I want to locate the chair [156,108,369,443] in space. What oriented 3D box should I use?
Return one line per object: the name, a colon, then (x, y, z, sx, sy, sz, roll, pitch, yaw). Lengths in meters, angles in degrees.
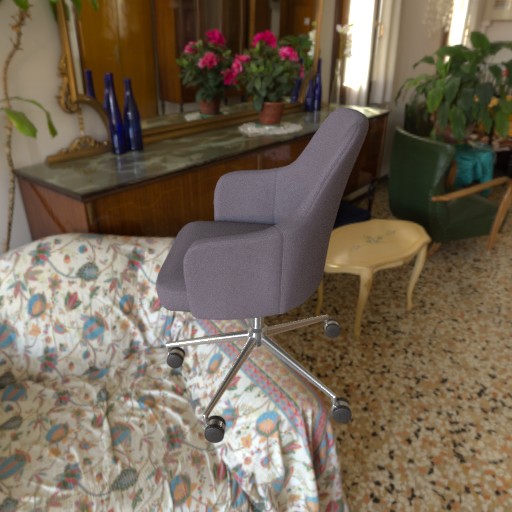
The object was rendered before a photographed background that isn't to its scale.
chair: (0.000, 0.000, 1.314, 0.600, 0.820, 0.655, 1, 26, 3)
